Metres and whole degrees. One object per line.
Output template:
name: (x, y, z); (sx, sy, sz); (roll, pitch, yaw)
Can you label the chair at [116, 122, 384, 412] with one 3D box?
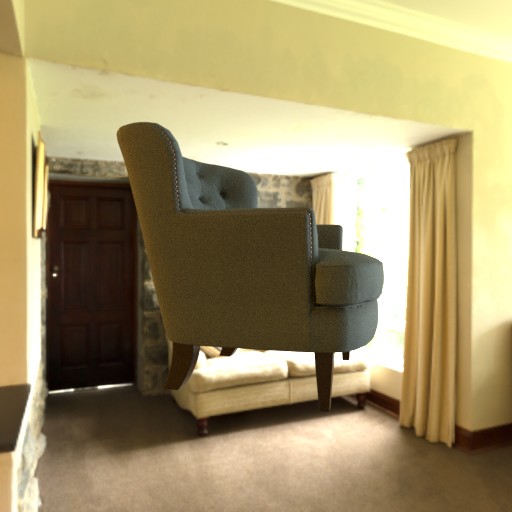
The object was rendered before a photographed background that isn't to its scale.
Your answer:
chair: (0.000, 0.000, 1.633); (0.906, 0.868, 0.848); (0, 0, 17)
